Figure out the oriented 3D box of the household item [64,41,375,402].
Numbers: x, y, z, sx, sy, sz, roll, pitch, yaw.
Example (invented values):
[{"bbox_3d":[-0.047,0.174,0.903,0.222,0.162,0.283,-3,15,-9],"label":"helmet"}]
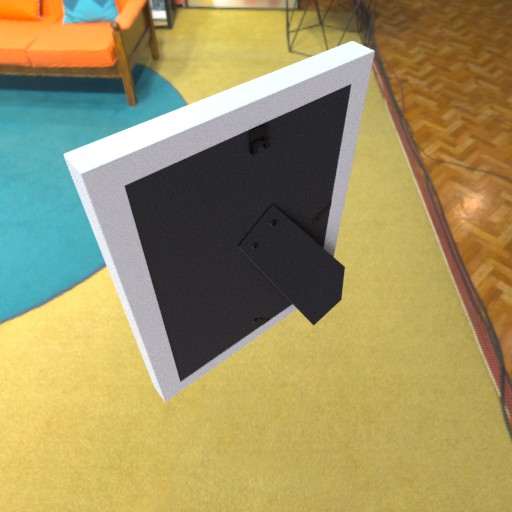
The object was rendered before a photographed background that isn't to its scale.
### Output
[{"bbox_3d":[0.000,0.000,0.334,0.200,0.250,0.045,-31,56,-25],"label":"household item"}]
